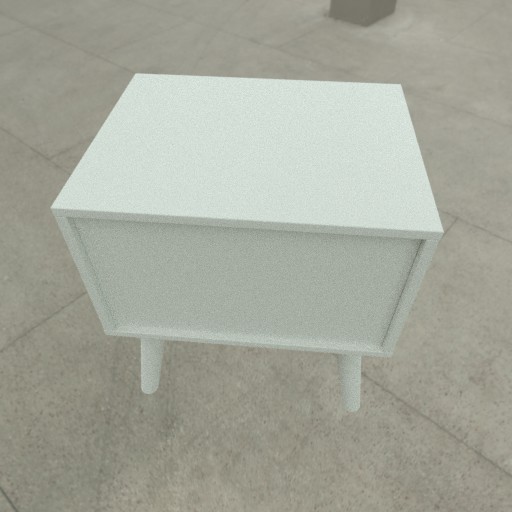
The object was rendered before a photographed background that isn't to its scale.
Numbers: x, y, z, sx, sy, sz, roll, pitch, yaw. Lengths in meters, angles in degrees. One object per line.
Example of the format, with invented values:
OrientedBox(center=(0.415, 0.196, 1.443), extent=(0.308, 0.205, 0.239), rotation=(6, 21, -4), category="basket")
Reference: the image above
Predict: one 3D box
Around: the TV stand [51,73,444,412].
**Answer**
OrientedBox(center=(0.000, 0.000, 0.909), extent=(0.508, 0.559, 0.405), rotation=(4, 47, 4), category="TV stand")
